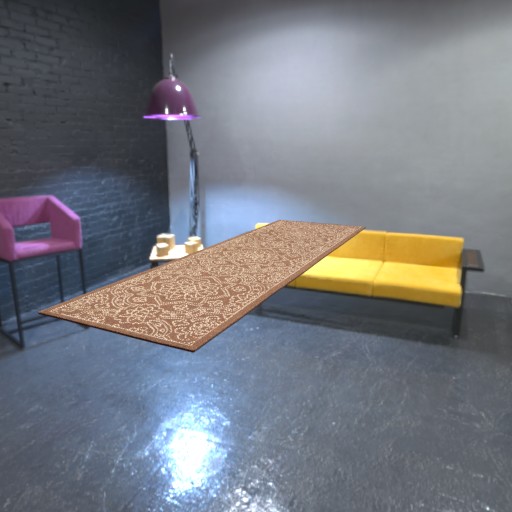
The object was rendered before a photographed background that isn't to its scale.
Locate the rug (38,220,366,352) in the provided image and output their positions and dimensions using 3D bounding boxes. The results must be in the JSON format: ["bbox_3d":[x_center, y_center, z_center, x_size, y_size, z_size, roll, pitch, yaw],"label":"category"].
[{"bbox_3d":[0.000,0.000,2.694,0.769,0.012,2.448,7,16,26],"label":"rug"}]
